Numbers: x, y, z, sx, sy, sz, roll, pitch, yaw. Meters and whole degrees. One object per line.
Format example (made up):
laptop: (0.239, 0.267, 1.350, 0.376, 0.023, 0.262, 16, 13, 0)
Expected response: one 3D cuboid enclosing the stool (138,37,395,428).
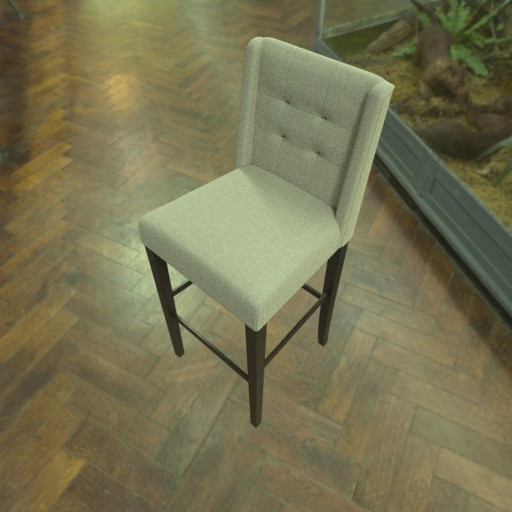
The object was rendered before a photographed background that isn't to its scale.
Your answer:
stool: (0.000, 0.000, 1.410, 0.474, 1.116, 0.509, 34, 55, 28)
